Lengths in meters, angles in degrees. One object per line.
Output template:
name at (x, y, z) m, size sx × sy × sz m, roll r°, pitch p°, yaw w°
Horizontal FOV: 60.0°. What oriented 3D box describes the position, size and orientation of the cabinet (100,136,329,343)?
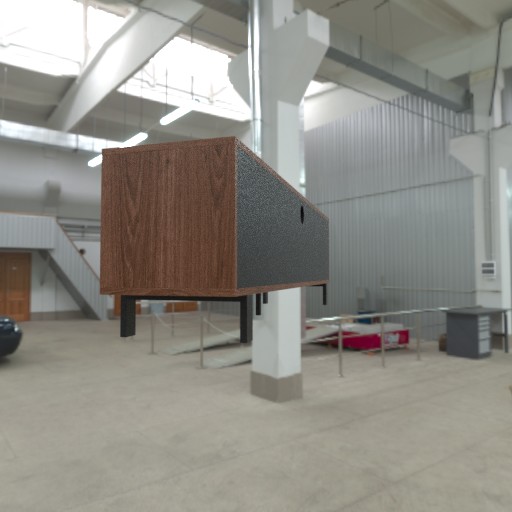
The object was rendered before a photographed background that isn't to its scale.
cabinet at (0.000, 0.000, 1.883) m, size 0.400 × 0.500 × 1.650 m, roll -1°, pitch -2°, yaw 17°
